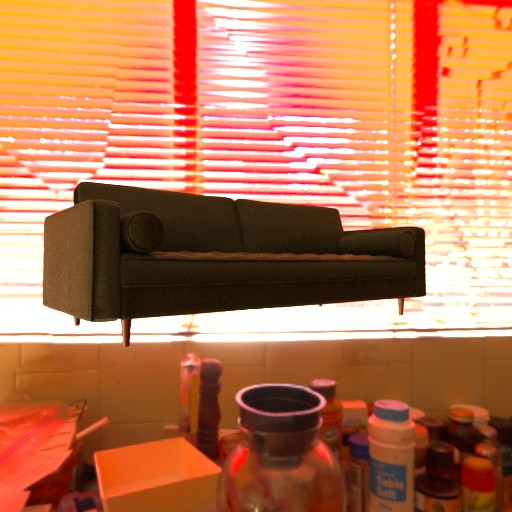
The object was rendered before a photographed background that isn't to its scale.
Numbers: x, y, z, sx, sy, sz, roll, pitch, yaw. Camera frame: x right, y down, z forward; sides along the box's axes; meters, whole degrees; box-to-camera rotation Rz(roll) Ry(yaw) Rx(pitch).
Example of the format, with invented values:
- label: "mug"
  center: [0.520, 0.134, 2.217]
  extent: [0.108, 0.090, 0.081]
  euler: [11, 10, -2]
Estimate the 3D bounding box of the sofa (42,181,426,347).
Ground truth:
- label: "sofa"
  center: [0.000, 0.000, 2.661]
  extent: [2.199, 0.769, 0.918]
  euler: [1, -1, -36]
